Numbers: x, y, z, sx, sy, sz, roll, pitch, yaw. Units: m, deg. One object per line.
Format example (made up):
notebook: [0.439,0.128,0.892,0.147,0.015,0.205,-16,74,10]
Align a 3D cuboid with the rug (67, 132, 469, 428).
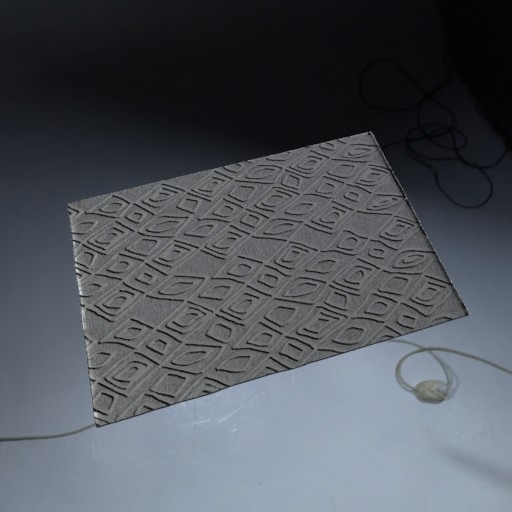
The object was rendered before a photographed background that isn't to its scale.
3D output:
rug: [0.000,0.000,2.320,1.832,0.016,1.224,-15,64,-7]
